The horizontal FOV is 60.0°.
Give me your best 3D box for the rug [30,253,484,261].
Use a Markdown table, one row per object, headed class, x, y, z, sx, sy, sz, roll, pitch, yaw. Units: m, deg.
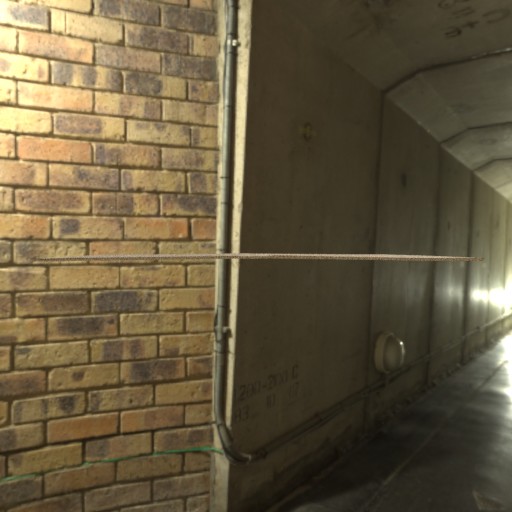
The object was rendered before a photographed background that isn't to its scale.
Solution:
| class | x | y | z | sx | sy | sz | roll | pitch | yaw |
| --- | --- | --- | --- | --- | --- | --- | --- | --- | --- |
| rug | 0.000 | 0.000 | 4.876 | 3.626 | 0.051 | 2.757 | 0 | 1 | 0 |
